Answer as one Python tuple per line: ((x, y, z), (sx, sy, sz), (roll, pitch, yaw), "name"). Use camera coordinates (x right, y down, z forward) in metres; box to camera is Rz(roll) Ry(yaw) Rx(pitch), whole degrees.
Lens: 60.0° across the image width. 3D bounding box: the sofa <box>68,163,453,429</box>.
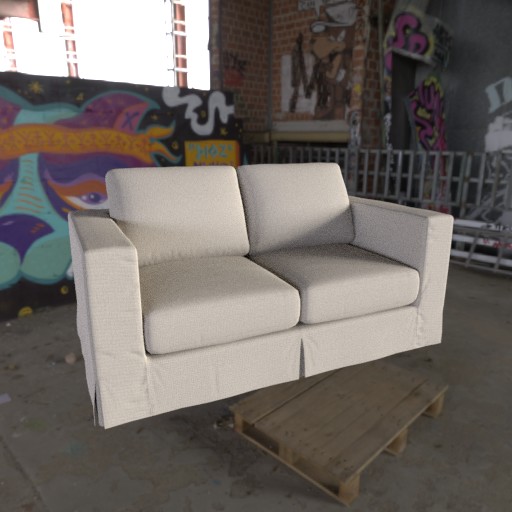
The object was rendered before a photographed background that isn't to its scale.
((0.000, 0.000, 2.375), (1.813, 0.932, 1.009), (-7, 16, -24), "sofa")
